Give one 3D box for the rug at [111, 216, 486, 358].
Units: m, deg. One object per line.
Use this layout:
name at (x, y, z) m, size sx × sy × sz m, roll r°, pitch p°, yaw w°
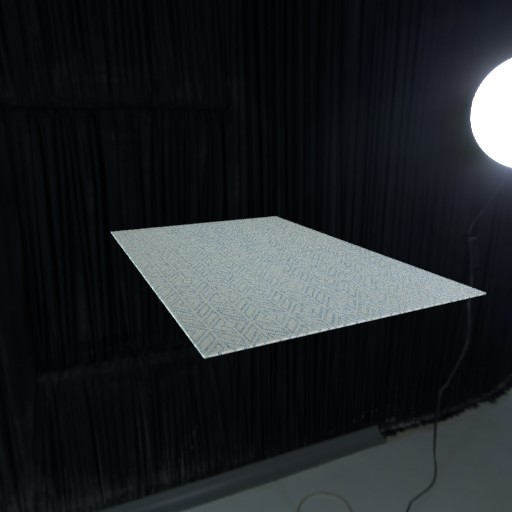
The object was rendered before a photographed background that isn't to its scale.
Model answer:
rug at (0.000, 0.000, 2.355) m, size 1.220 × 0.008 × 1.824 m, roll -8°, pitch 18°, yaw -25°
